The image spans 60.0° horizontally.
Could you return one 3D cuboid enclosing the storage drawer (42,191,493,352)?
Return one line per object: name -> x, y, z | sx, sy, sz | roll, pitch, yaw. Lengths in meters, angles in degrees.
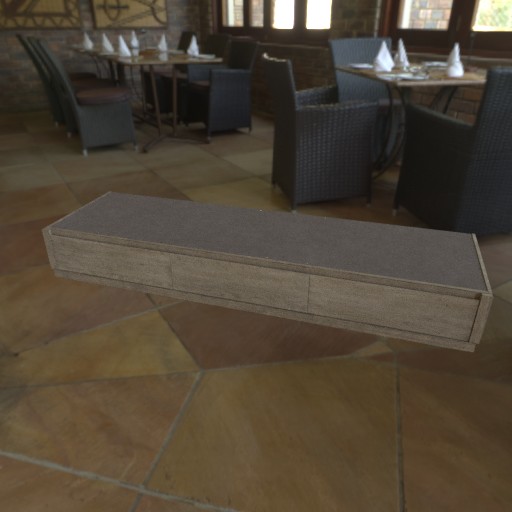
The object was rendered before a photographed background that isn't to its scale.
storage drawer -> 0.000, 0.000, 2.267 | 2.072, 0.274, 0.591 | 8, 29, 15
